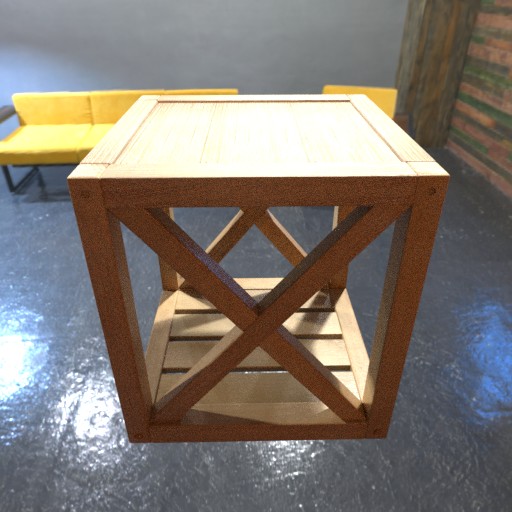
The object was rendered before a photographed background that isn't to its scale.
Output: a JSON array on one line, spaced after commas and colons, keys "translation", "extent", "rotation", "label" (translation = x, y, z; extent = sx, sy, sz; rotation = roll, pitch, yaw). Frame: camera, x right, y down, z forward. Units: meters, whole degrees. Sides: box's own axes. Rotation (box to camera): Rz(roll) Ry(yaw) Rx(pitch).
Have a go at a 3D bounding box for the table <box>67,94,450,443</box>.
[{"translation": [0.000, 0.000, 1.033], "extent": [0.559, 0.610, 0.558], "rotation": [-1, 32, -1], "label": "table"}]
